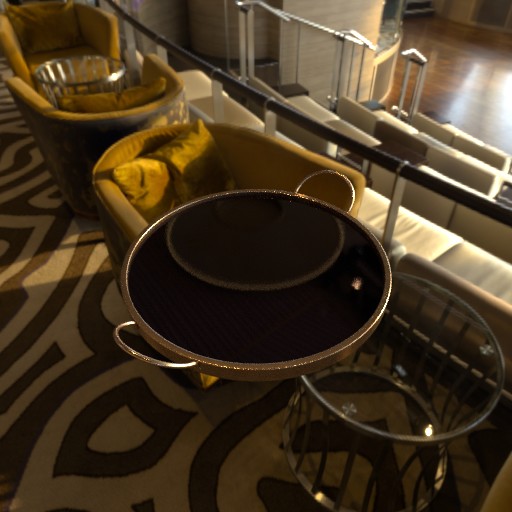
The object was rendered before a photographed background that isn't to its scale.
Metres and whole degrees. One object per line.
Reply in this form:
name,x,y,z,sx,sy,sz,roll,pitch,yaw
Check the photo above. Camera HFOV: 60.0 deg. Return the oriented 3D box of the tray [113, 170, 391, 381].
tray,0.000,0.000,0.732,0.438,0.069,0.543,25,46,27
